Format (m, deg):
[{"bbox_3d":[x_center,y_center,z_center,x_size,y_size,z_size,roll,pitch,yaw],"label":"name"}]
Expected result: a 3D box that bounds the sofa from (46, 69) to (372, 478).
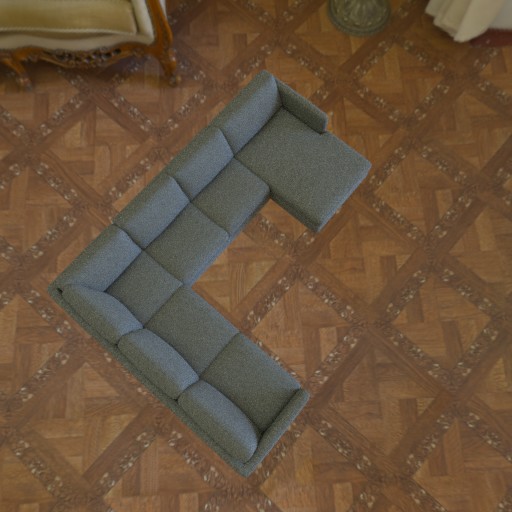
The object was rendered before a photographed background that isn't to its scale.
[{"bbox_3d":[0.000,0.000,4.528,2.551,0.853,3.238,39,78,10],"label":"sofa"}]
